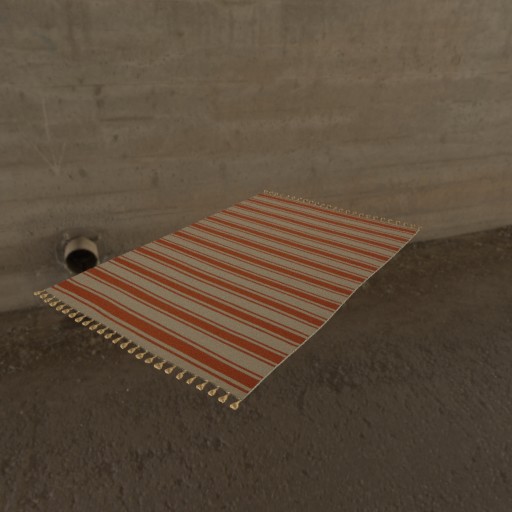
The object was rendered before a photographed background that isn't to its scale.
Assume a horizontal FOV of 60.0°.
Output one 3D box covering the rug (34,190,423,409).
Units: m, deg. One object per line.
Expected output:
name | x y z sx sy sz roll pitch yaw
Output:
rug | 0.000 0.000 3.116 1.556 0.022 2.433 19 32 32
